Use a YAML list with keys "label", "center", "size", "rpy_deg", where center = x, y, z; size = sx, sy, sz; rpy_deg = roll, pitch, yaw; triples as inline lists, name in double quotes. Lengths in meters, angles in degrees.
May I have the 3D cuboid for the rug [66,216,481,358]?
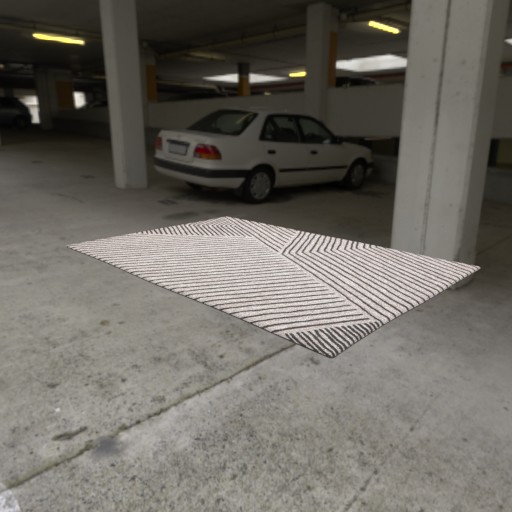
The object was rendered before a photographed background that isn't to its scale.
- label: "rug"
  center: [0.000, 0.000, 2.337]
  size: [1.842, 0.019, 1.237]
  rpy_deg: [15, 22, 42]
